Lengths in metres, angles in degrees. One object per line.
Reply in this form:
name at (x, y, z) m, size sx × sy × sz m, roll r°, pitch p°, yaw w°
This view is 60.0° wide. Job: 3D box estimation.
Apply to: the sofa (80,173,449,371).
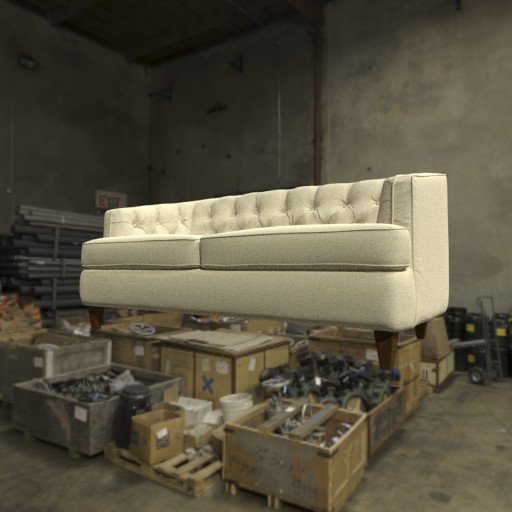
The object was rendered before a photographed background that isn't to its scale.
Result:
sofa at (0.000, 0.000, 2.244) m, size 1.733 × 0.855 × 0.941 m, roll -1°, pitch -2°, yaw 36°
